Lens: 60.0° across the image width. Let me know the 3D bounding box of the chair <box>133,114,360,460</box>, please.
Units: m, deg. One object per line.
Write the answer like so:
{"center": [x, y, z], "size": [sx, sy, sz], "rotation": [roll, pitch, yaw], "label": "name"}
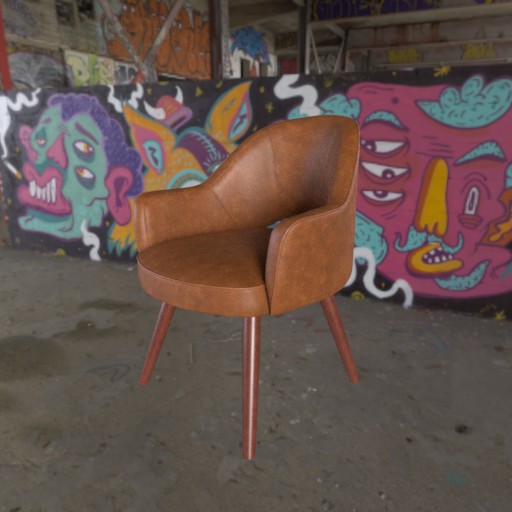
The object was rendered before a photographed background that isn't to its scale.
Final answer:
{"center": [0.000, 0.000, 1.249], "size": [0.591, 0.777, 0.640], "rotation": [14, 21, 42], "label": "chair"}
